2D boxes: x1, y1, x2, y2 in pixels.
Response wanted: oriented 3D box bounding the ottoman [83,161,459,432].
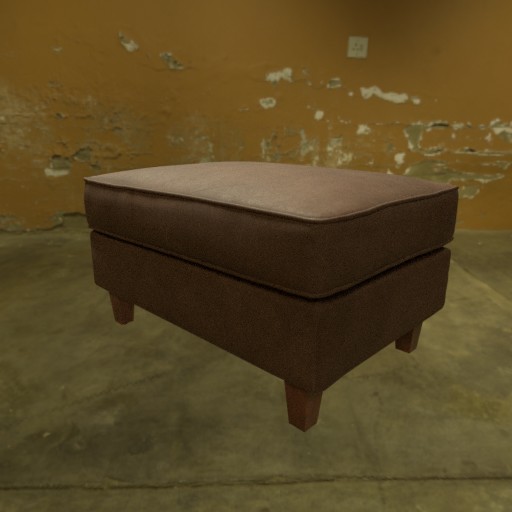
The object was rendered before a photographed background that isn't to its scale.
[{"bbox_3d":[0.000,0.000,1.209,0.860,0.481,0.596,15,22,42],"label":"ottoman"}]
